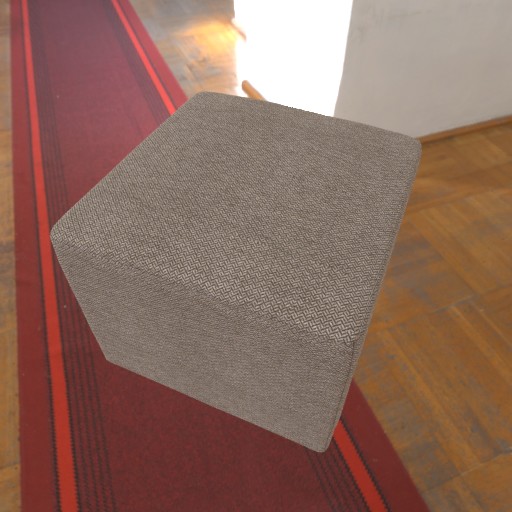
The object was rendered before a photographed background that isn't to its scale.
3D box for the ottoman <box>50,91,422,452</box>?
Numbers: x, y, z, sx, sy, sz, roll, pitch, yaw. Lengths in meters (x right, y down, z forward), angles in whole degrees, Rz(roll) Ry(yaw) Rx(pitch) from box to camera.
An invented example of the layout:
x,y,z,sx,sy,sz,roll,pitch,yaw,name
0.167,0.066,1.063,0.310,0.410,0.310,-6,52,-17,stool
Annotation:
x,y,z,sx,sy,sz,roll,pitch,yaw,name
0.000,0.000,0.918,0.512,0.453,0.519,18,50,16,ottoman
